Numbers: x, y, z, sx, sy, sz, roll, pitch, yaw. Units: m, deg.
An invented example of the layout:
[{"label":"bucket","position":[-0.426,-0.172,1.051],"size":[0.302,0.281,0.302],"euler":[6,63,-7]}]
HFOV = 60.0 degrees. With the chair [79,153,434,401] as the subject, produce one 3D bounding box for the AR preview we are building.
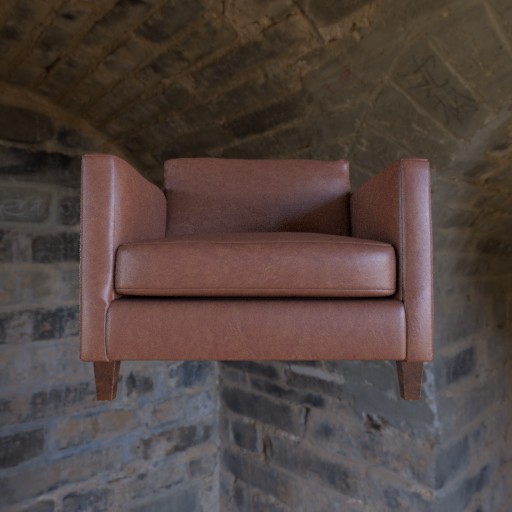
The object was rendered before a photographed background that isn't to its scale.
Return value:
[{"label":"chair","position":[0.000,0.000,1.786],"size":[1.107,0.917,0.959],"euler":[0,-1,0]}]
